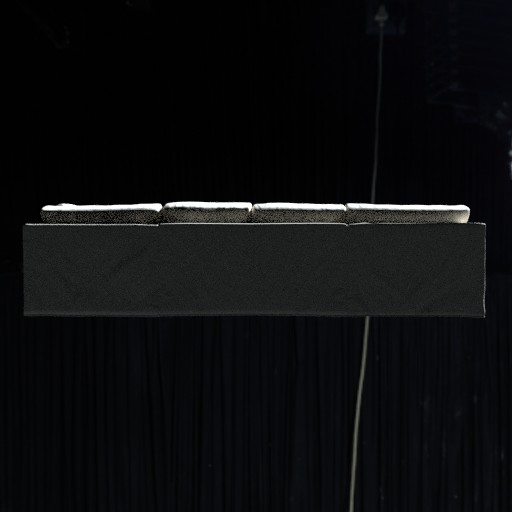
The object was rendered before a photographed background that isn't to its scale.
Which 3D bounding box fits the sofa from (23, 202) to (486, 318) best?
[{"bbox_3d":[0.000,0.000,4.471,3.464,0.882,2.448,0,1,0],"label":"sofa"}]
